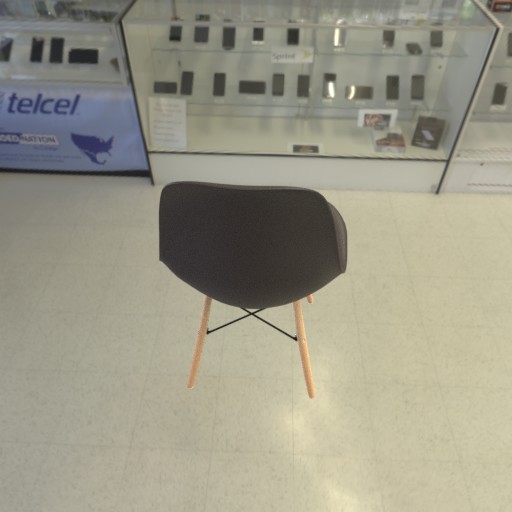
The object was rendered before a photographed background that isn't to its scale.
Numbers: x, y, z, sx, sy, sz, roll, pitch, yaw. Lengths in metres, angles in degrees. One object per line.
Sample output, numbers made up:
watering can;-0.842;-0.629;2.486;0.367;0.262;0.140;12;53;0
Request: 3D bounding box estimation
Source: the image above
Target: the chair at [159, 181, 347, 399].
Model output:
chair;0.000;0.000;1.153;0.470;0.825;0.533;4;45;4
